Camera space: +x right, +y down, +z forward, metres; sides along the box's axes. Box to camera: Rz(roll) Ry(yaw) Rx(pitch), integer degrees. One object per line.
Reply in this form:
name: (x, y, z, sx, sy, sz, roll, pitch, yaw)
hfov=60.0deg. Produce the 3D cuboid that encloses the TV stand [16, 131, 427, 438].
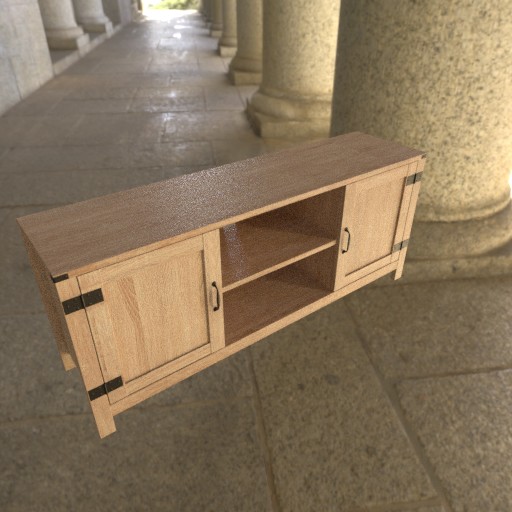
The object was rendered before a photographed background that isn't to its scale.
TV stand: (0.000, 0.000, 1.696, 1.466, 0.610, 0.398, -22, 38, -31)
